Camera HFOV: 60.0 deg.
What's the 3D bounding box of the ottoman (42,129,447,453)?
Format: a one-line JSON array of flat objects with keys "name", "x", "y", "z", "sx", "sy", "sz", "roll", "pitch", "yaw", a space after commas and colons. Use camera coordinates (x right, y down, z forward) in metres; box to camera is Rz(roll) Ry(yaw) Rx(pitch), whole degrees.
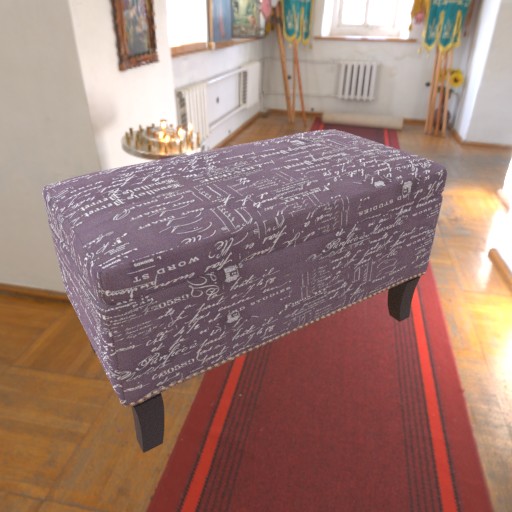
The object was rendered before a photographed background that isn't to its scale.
[{"name": "ottoman", "x": 0.000, "y": 0.000, "z": 1.055, "sx": 0.813, "sy": 0.457, "sz": 0.406, "roll": -19, "pitch": 35, "yaw": -28}]
